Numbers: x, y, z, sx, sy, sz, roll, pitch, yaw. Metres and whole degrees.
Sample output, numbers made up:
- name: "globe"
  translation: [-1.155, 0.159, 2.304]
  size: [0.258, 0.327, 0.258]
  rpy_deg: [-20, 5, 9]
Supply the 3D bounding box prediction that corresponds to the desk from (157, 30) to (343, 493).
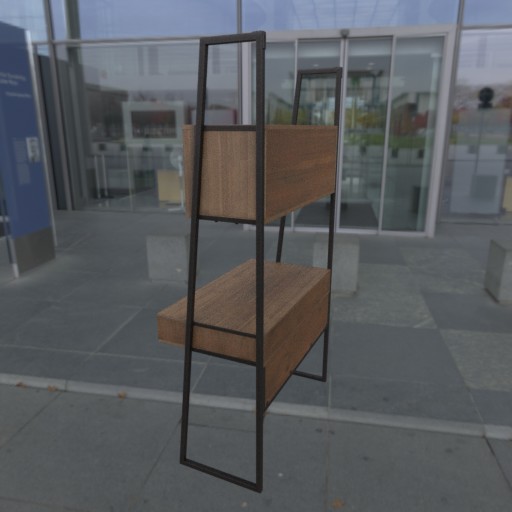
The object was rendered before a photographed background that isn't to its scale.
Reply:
- name: "desk"
  translation: [0.000, 0.000, 2.183]
  size: [0.515, 1.809, 0.982]
  rpy_deg: [7, 18, 24]
